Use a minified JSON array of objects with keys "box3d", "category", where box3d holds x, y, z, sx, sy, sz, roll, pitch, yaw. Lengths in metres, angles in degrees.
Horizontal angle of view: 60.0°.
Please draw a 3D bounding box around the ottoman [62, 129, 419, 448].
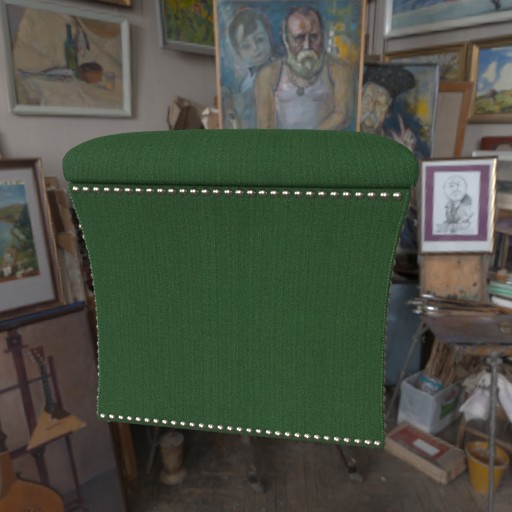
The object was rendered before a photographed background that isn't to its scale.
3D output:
[{"box3d":[0.000,0.000,0.860,0.497,0.475,0.507,2,16,8],"category":"ottoman"}]
